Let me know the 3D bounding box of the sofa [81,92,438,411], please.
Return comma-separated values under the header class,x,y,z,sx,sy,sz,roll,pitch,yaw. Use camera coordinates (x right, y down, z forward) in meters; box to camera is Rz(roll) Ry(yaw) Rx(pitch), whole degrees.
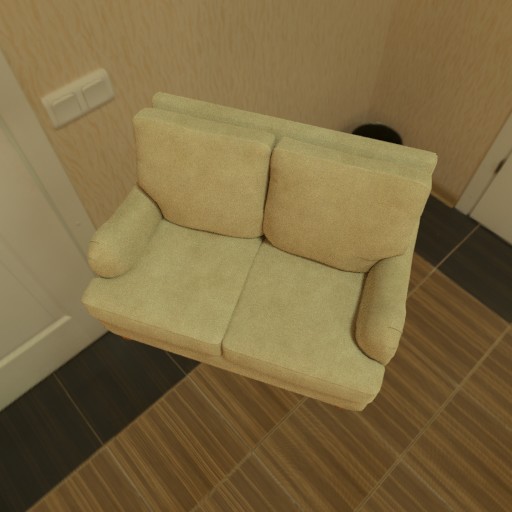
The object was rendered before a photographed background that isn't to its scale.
class,x,y,z,sx,sy,sz,roll,pitch,yaw
sofa,0.000,0.000,2.279,1.498,1.087,1.086,15,59,10
